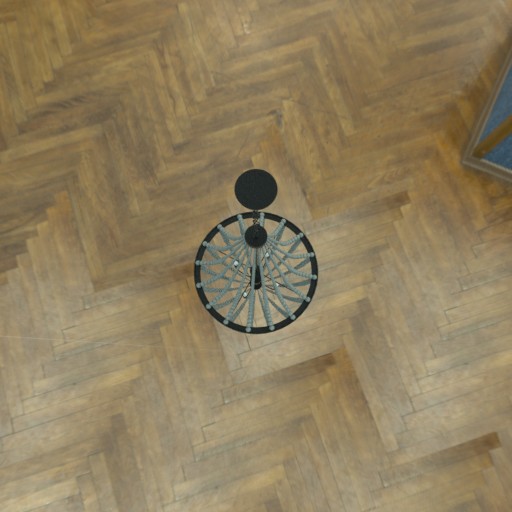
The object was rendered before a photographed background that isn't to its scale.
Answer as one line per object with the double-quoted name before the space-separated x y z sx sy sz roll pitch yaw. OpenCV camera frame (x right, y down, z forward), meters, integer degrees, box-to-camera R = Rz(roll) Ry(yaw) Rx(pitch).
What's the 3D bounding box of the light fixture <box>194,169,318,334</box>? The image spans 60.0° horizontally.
"light fixture" 0.000 0.000 1.356 0.450 1.133 0.450 0 78 0
